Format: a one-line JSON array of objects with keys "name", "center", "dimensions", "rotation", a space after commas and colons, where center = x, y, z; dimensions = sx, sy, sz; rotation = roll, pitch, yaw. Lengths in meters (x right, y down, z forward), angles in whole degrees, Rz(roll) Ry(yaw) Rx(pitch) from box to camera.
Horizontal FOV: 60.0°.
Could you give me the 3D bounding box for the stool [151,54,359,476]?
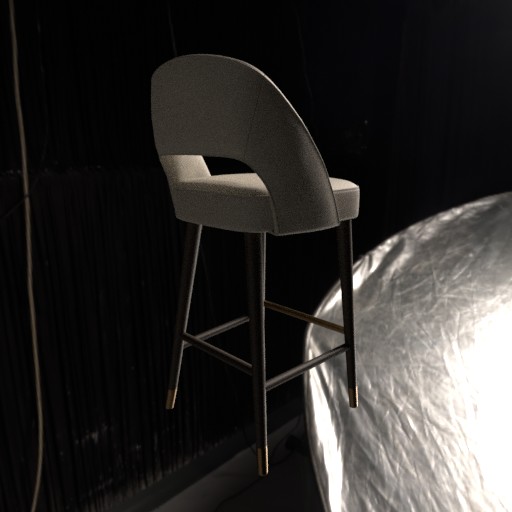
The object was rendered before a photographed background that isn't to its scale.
[{"name": "stool", "center": [0.000, 0.000, 1.316], "dimensions": [0.494, 1.037, 0.509], "rotation": [14, 20, 43]}]
